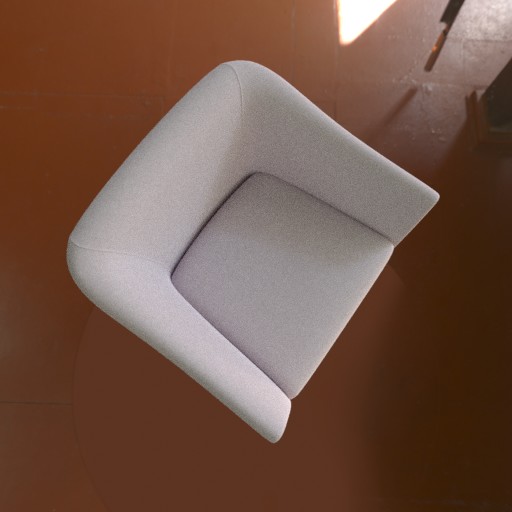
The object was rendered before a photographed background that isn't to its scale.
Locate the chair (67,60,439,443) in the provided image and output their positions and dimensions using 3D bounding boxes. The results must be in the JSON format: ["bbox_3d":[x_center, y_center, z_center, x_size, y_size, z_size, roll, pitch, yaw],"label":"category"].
[{"bbox_3d":[0.000,0.000,1.382,0.700,0.720,0.790,35,78,9],"label":"chair"}]
